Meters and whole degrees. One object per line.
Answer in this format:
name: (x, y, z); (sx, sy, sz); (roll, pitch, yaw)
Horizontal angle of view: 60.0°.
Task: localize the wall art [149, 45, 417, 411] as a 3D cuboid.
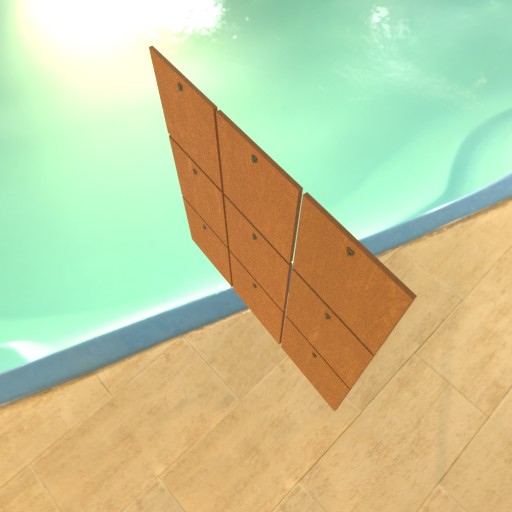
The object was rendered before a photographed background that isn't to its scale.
wall art: (0.000, 0.000, 1.359); (0.018, 0.913, 0.915); (-33, 64, -18)
